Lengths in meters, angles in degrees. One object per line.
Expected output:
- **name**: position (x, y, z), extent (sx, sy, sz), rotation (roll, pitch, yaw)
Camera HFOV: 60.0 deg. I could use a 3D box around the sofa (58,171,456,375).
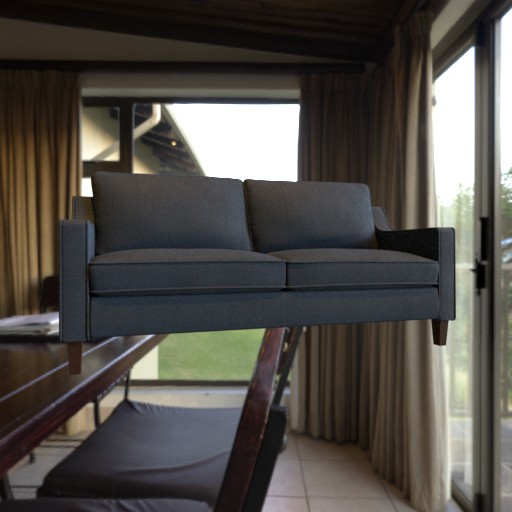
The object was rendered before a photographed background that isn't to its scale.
- **sofa**: position (0.000, 0.000, 2.785), extent (2.178, 1.071, 1.066), rotation (0, 1, -18)
